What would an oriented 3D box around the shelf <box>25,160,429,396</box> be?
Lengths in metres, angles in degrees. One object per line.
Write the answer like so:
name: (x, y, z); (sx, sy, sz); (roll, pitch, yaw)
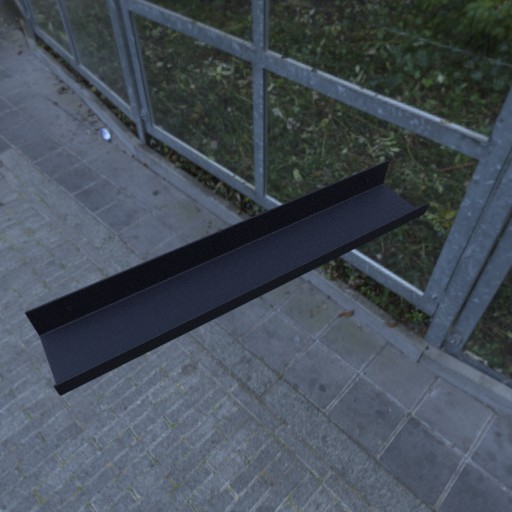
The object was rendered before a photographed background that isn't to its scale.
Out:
shelf: (0.000, 0.000, 0.642); (0.605, 0.053, 0.102); (-25, 51, -22)
